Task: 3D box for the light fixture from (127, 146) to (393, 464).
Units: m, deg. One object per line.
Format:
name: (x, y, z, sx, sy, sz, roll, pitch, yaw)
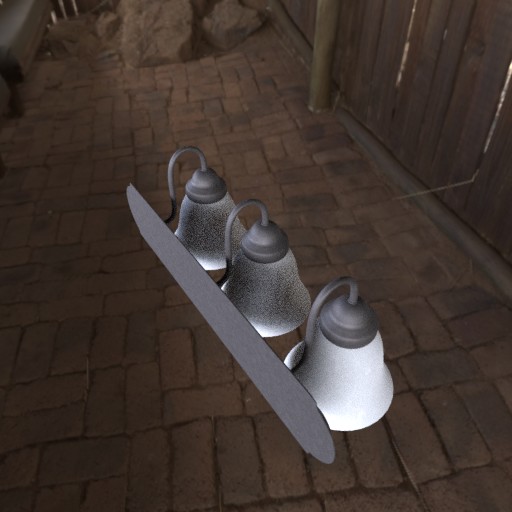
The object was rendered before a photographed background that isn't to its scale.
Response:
light fixture: (0.000, 0.000, 0.703, 0.199, 0.222, 0.610, -24, 46, -25)
